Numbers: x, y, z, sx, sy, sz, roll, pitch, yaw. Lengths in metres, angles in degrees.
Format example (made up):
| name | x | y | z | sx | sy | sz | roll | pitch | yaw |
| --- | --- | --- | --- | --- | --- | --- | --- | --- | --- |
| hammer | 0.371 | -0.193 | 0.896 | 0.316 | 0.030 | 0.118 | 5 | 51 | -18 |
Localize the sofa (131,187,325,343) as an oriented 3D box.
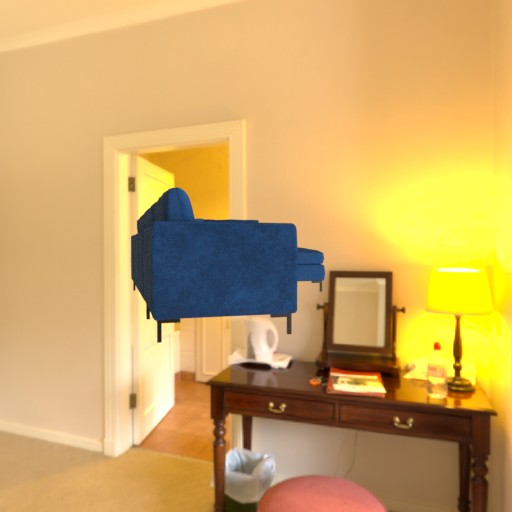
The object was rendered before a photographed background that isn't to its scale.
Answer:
| name | x | y | z | sx | sy | sz | roll | pitch | yaw |
| --- | --- | --- | --- | --- | --- | --- | --- | --- | --- |
| sofa | 0.000 | 0.000 | 3.286 | 1.707 | 0.687 | 2.486 | 0 | 1 | -18 |
